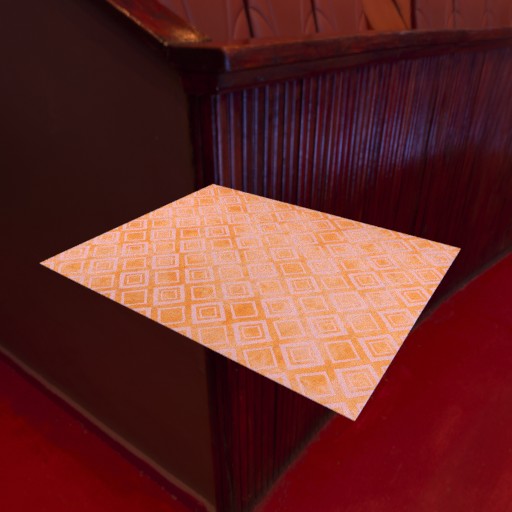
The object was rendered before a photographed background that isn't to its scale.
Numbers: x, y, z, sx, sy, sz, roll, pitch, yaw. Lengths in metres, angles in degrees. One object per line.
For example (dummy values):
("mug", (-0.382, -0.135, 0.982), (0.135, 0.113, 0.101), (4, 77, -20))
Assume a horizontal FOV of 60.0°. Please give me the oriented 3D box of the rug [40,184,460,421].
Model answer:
("rug", (0.000, 0.000, 4.090), (3.037, 0.011, 2.433), (19, 35, 30))
